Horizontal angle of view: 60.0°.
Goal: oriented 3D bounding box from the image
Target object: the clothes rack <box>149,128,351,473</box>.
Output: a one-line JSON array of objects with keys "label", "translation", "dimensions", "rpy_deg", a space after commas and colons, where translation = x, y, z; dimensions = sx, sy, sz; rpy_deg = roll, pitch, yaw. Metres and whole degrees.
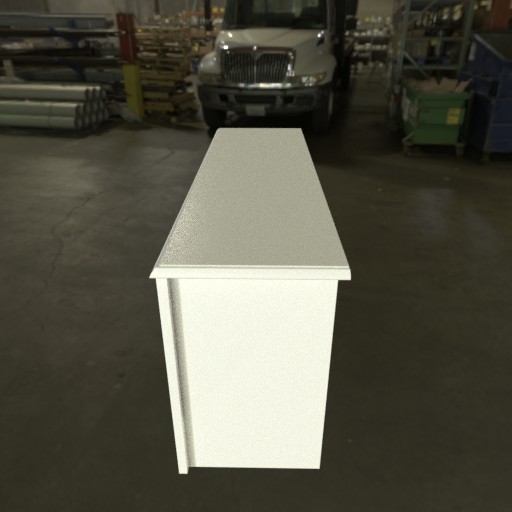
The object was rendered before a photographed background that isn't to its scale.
[{"label": "clothes rack", "translation": [0.000, 0.000, 1.326], "dimensions": [0.324, 0.531, 1.120], "rpy_deg": [0, 27, 1]}]
